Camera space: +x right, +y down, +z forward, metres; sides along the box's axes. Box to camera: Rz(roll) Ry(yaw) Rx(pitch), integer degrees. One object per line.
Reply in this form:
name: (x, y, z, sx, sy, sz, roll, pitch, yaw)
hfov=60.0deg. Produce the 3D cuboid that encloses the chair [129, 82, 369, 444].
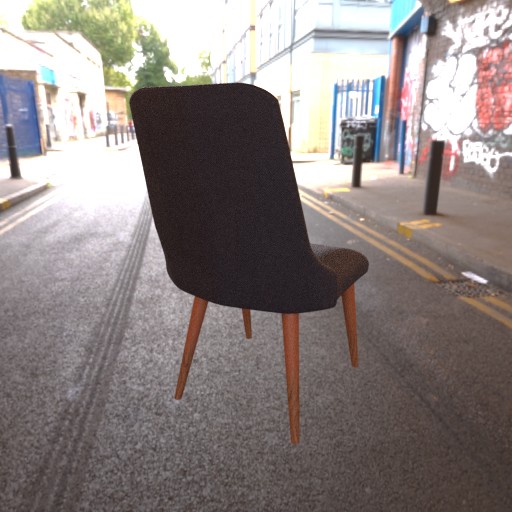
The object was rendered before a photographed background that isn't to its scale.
chair: (0.000, 0.000, 1.182, 0.504, 0.820, 0.567, 9, 19, 28)
